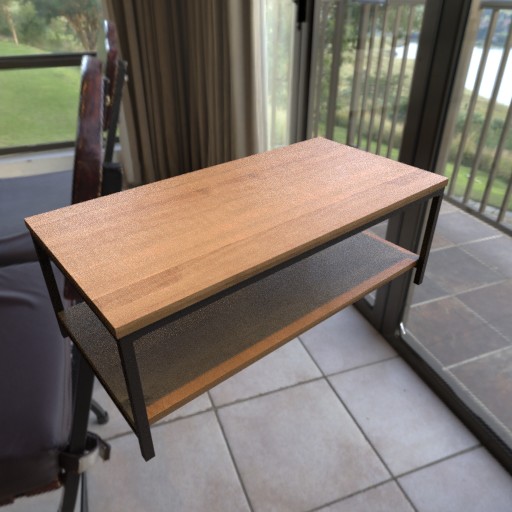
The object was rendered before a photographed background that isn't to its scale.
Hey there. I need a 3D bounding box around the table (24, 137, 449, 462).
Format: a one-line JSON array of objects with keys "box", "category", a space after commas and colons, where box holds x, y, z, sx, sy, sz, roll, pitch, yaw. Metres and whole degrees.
[{"box": [0.000, 0.000, 1.365, 1.100, 0.399, 0.551, -24, 39, -33], "category": "table"}]
